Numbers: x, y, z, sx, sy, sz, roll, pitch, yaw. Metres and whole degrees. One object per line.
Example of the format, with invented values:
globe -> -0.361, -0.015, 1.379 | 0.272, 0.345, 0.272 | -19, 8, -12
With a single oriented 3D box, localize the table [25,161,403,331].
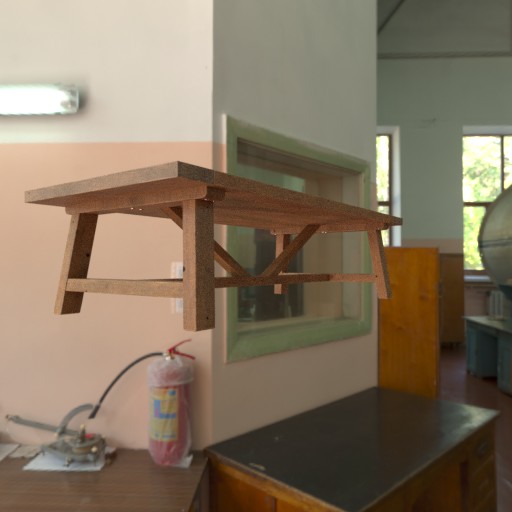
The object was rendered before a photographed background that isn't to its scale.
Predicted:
table -> 0.000, 0.000, 2.131 | 0.820, 0.465, 1.800 | -1, -1, 37
